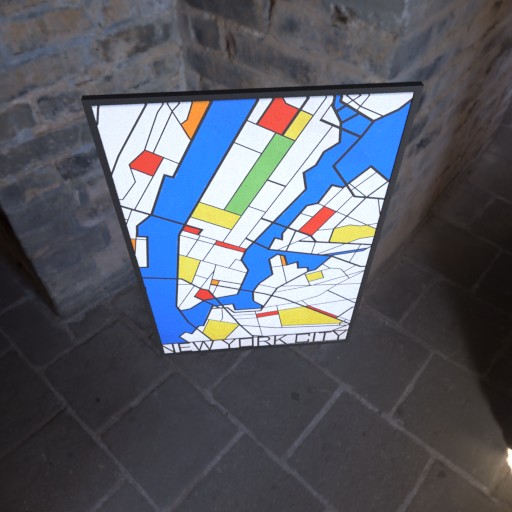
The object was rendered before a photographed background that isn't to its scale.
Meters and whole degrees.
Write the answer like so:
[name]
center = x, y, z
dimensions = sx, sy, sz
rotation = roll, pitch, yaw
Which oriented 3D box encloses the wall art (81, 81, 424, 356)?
[wall art]
center = 0.000, 0.000, 0.839
dimensions = 0.460, 0.660, 0.013
rotation = -4, 48, -3
